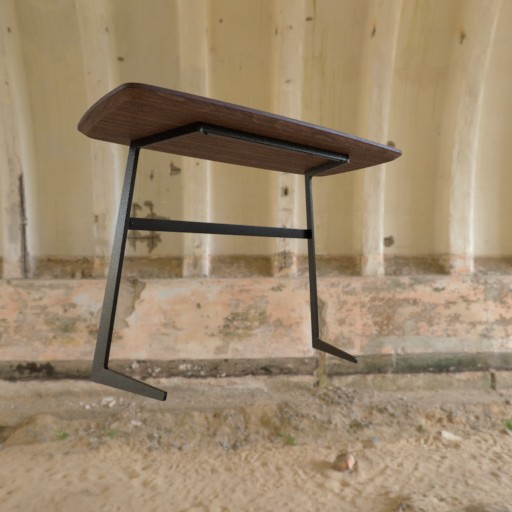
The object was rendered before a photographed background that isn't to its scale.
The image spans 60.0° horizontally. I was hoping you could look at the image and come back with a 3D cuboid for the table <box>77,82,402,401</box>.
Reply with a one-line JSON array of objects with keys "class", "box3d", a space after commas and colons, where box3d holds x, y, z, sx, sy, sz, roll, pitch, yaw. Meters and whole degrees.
[{"class": "table", "box3d": [0.000, 0.000, 1.102, 0.804, 0.576, 0.361, 1, -2, -37]}]
